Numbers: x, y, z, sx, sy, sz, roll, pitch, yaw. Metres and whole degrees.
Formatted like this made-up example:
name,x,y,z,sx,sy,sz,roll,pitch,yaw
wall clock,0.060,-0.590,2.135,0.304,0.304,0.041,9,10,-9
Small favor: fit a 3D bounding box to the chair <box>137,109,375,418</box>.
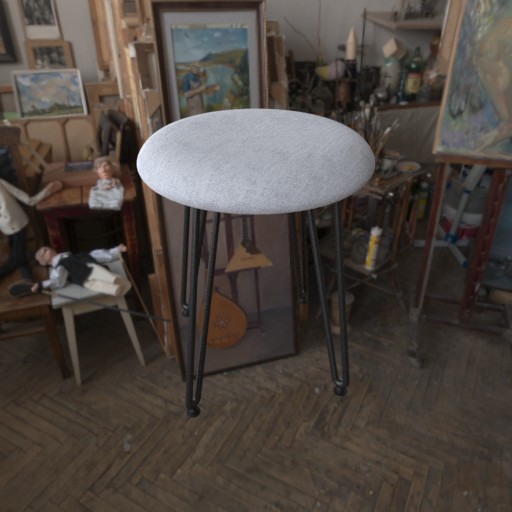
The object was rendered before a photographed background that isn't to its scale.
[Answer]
name,x,y,z,sx,sy,sz,roll,pitch,yaw
chair,0.000,0.000,0.675,0.350,0.386,0.350,21,38,29
